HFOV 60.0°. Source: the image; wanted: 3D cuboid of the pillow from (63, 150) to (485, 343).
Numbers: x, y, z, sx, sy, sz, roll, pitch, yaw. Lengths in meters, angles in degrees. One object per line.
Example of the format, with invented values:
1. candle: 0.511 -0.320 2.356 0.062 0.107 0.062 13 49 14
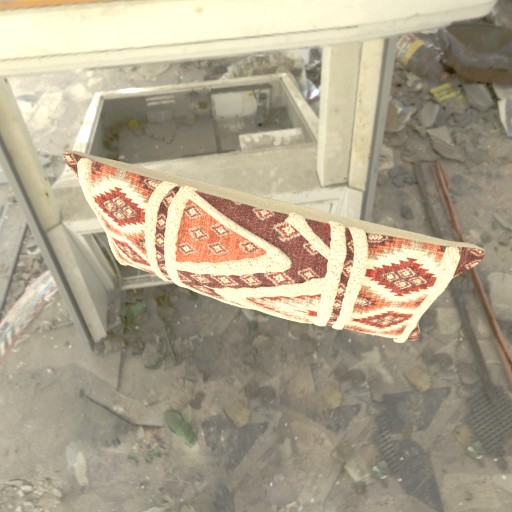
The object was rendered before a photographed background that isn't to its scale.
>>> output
1. pillow: 0.000 0.000 0.725 0.608 0.295 0.161 15 59 9
